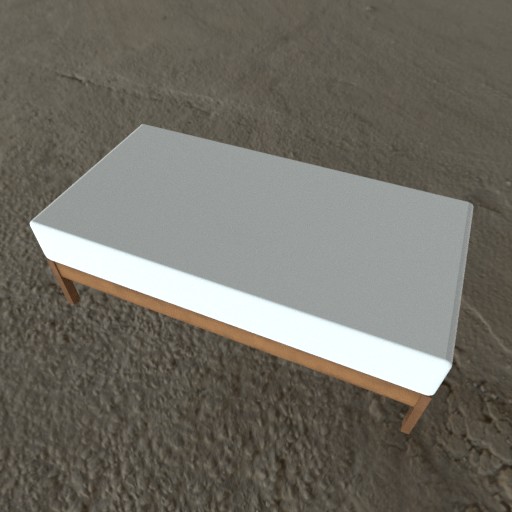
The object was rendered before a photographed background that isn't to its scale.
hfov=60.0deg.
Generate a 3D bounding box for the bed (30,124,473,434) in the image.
[{"bbox_3d":[0.000,0.000,2.320,1.902,0.616,0.961,17,49,16],"label":"bed"}]
